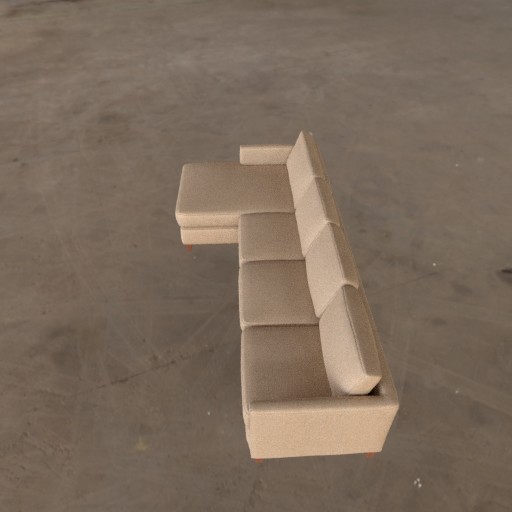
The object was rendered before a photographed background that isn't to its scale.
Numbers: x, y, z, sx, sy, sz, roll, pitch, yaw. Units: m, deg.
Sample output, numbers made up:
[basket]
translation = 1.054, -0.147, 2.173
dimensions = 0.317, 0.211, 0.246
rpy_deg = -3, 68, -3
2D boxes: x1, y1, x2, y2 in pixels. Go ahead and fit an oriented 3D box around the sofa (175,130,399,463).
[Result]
[sofa]
translation = 0.000, 0.000, 3.784
dimensions = 1.502, 0.876, 3.201
rpy_deg = -2, 41, -2
